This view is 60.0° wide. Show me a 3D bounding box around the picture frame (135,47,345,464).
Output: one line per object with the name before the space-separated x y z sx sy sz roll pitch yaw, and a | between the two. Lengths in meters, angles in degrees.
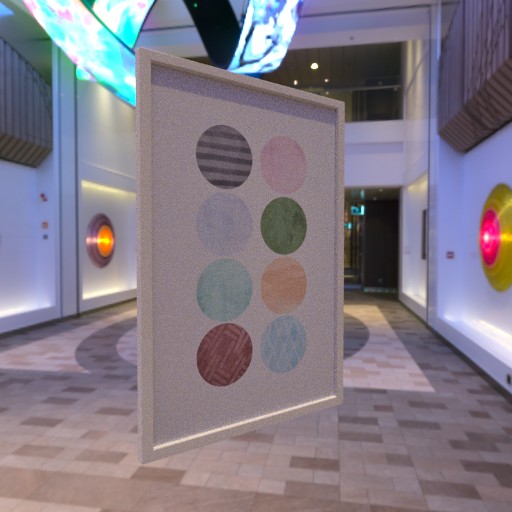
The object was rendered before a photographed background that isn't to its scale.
picture frame | 0.000 0.000 0.555 0.305 0.434 0.013 -1 2 -36
